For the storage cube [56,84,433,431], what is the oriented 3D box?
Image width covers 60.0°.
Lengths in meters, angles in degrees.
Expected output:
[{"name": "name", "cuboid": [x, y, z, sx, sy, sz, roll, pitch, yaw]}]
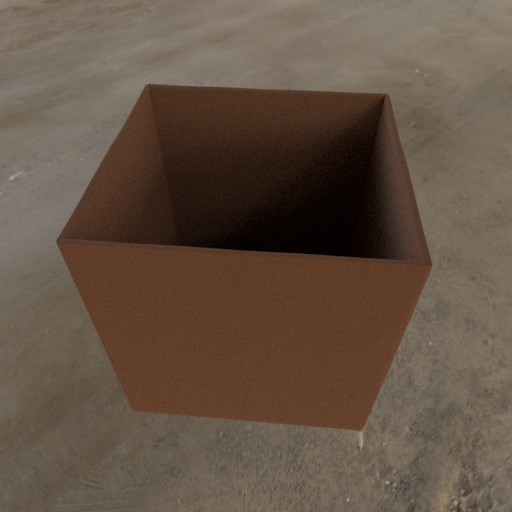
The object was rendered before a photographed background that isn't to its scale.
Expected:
[{"name": "storage cube", "cuboid": [0.000, 0.000, 0.500, 0.270, 0.280, 0.270, 4, 46, 4]}]
